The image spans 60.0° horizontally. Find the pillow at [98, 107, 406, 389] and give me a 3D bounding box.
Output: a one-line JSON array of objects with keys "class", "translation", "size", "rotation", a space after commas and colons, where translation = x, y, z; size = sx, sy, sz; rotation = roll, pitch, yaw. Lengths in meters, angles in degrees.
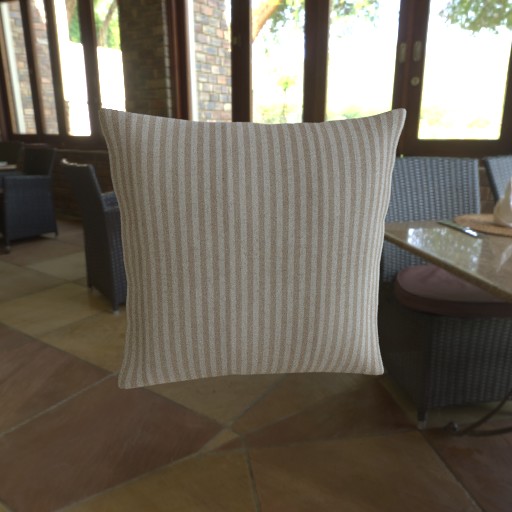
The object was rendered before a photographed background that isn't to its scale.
[{"class": "pillow", "translation": [0.000, 0.000, 0.803], "size": [0.523, 0.510, 0.166], "rotation": [-2, 16, -6]}]
